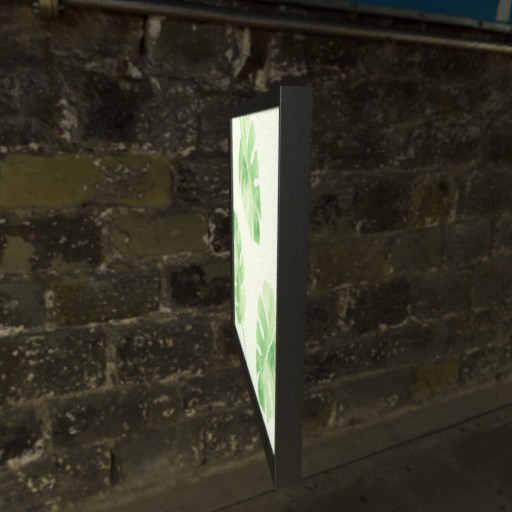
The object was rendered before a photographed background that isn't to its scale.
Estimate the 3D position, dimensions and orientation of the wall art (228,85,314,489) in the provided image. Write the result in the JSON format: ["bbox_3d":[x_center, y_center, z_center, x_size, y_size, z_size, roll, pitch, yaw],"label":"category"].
[{"bbox_3d":[0.000,0.000,0.768,0.036,0.508,0.508,-3,16,-9],"label":"wall art"}]
